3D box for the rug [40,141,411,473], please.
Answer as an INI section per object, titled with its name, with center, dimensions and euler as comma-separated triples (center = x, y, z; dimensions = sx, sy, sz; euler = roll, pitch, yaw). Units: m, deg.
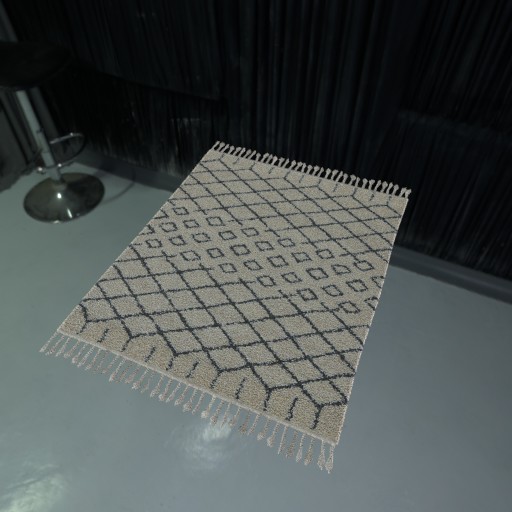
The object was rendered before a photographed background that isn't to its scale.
[rug]
center = 0.000, 0.000, 4.198
dimensions = 2.388, 0.030, 3.213
euler = 17, 50, 15
